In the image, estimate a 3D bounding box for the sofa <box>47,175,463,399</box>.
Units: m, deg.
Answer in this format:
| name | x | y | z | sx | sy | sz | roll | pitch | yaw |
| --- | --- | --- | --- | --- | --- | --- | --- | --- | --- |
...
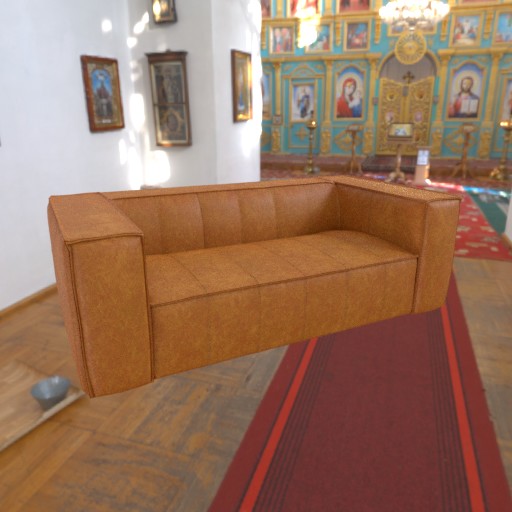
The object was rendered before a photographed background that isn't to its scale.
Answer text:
| name | x | y | z | sx | sy | sz | roll | pitch | yaw |
| --- | --- | --- | --- | --- | --- | --- | --- | --- | --- |
| sofa | 0.000 | 0.000 | 2.528 | 2.088 | 0.703 | 1.102 | -9 | 19 | -26 |
